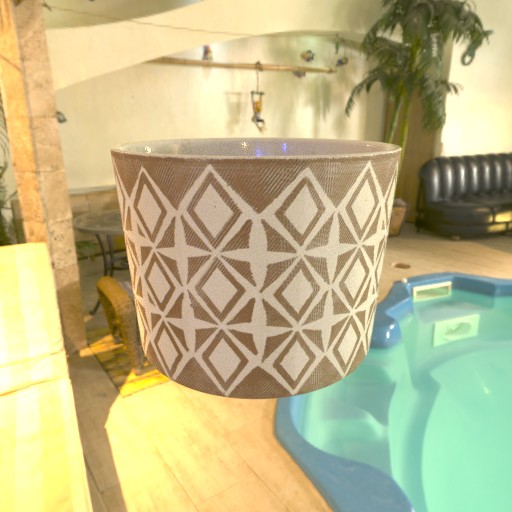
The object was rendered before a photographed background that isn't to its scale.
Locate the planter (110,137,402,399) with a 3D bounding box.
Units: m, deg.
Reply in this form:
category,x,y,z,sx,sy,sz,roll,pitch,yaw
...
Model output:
category,x,y,z,sx,sy,sz,roll,pitch,yaw
planter,0.000,0.000,0.448,0.260,0.220,0.260,0,18,0
